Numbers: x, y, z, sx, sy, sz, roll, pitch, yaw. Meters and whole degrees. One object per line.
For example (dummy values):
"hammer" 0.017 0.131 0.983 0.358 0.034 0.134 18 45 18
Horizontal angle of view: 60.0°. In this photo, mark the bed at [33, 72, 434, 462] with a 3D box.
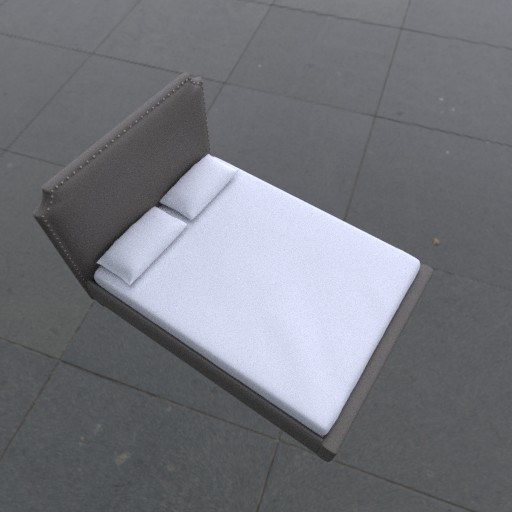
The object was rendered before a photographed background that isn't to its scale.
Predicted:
"bed" 0.000 0.000 3.351 2.372 1.443 1.712 30 62 18
